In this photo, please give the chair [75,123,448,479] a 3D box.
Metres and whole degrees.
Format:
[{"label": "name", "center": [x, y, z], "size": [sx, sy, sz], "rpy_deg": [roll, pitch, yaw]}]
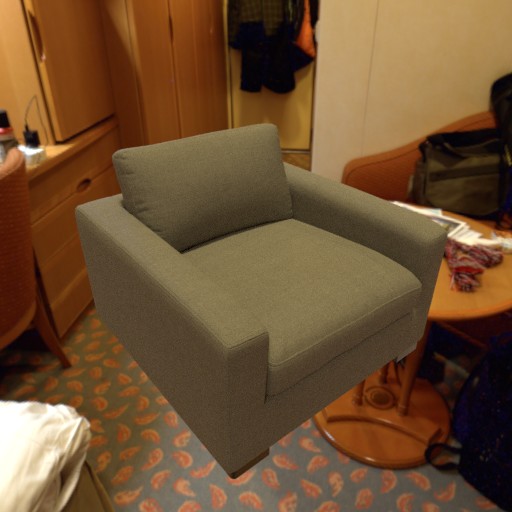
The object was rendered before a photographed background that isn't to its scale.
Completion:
[{"label": "chair", "center": [0.000, 0.000, 1.836], "size": [1.070, 0.847, 1.100], "rpy_deg": [-22, 36, -33]}]
